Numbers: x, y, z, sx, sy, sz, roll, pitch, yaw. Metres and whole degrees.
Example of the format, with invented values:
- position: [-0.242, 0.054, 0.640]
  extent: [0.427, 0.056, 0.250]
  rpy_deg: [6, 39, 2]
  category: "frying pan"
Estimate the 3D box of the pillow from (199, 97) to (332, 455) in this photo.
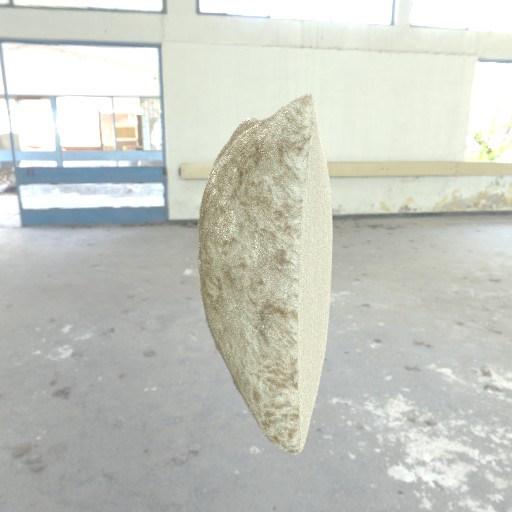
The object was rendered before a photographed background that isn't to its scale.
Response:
- position: [0.000, 0.000, 0.823]
  extent: [0.216, 0.525, 0.538]
  rpy_deg: [-2, 14, -8]
  category: "pillow"
